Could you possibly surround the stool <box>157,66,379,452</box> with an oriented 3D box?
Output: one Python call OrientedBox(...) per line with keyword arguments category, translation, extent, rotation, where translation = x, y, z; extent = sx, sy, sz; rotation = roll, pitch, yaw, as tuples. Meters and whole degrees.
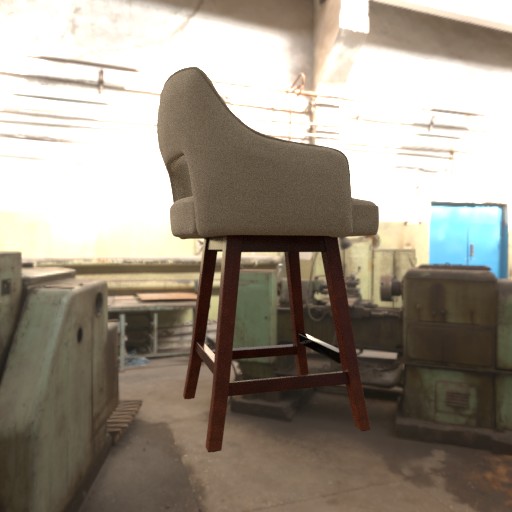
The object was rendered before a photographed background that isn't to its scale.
OrientedBox(category="stool", translation=(0.000, 0.000, 1.306), extent=(0.560, 0.936, 0.550), rotation=(0, 1, -17))
